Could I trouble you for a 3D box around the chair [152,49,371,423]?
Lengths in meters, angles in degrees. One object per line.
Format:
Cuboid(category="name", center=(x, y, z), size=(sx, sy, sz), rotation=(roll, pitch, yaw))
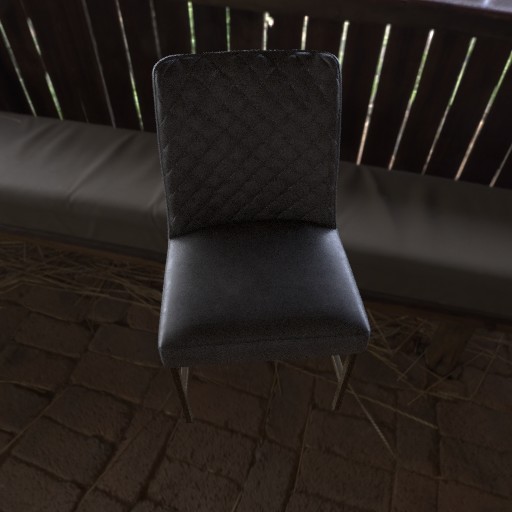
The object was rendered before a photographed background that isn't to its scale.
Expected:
Cuboid(category="chair", center=(0.000, 0.000, 1.227), size=(0.508, 0.889, 0.587), rotation=(-4, 48, -3))
